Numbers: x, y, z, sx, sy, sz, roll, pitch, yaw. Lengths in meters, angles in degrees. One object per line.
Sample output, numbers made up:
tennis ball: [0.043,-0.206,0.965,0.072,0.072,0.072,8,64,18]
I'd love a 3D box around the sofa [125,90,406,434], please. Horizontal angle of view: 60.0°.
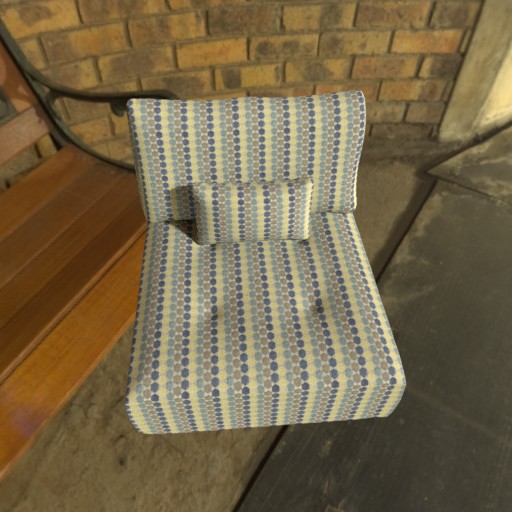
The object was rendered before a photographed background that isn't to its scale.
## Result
sofa: [0.000,0.000,1.671,0.930,0.830,1.000,-3,48,-3]
